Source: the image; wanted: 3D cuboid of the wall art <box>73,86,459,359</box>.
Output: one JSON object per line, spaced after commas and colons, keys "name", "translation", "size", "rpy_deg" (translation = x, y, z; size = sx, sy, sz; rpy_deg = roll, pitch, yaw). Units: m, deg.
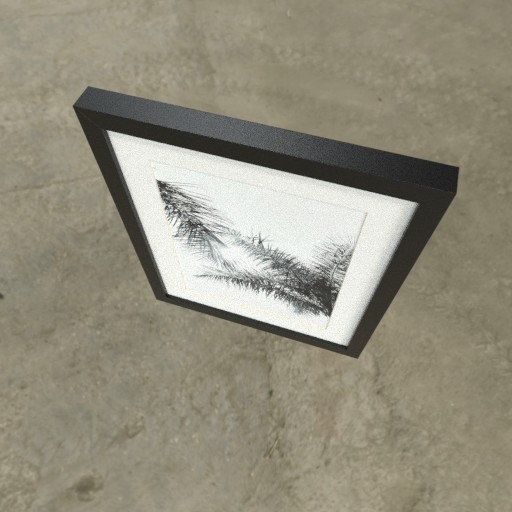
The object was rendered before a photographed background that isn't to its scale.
{"name": "wall art", "translation": [0.000, 0.000, 0.527], "size": [0.325, 0.380, 0.028], "rpy_deg": [15, 60, 9]}
